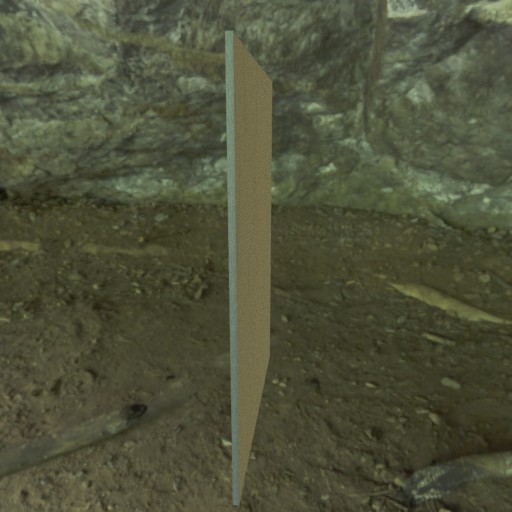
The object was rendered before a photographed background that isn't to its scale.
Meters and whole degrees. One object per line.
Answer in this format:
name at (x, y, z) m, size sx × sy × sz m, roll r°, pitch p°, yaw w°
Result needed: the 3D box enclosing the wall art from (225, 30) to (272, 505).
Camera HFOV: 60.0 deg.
wall art at (0.000, 0.000, 1.387) m, size 0.016 × 1.116 × 0.810 m, roll 2°, pitch 15°, yaw 7°
